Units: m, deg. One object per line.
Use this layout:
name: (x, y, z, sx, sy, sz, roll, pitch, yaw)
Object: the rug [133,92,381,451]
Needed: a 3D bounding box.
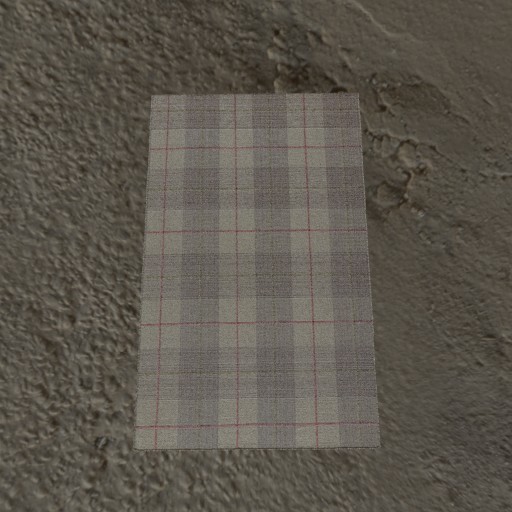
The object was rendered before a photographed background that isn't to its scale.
rug: (0.000, 0.000, 3.013, 1.549, 0.010, 2.464, -1, 77, 0)
